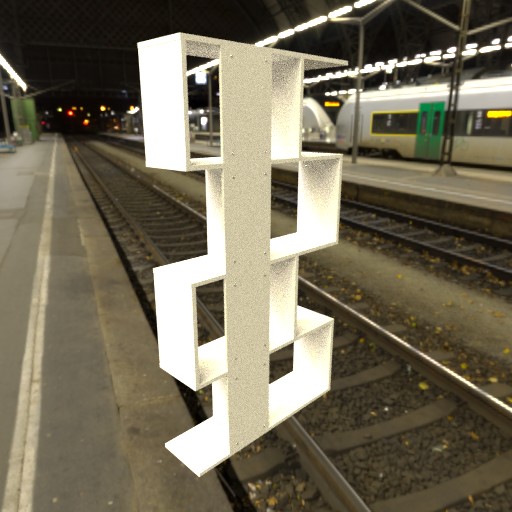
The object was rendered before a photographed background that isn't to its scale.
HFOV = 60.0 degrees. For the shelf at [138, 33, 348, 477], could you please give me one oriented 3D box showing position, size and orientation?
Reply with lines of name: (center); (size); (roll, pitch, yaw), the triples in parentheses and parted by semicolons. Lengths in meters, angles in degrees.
shelf: (0.000, 0.000, 1.963); (0.890, 1.650, 0.250); (-16, 22, -42)
